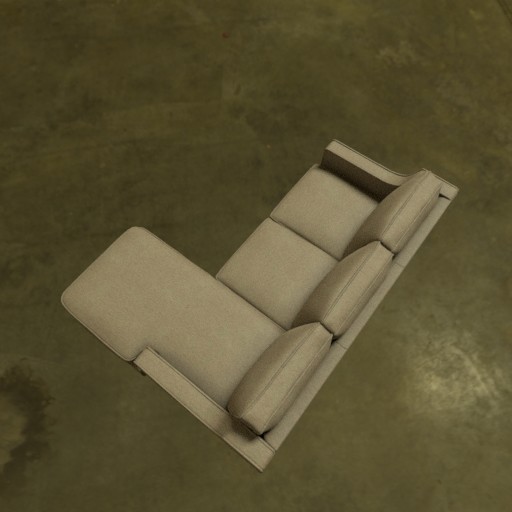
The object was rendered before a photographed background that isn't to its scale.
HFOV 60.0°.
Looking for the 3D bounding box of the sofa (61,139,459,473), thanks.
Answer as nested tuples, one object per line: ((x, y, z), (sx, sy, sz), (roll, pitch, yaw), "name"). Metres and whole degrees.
((0.000, 0.000, 3.285), (1.858, 1.081, 2.317), (35, 68, 16), "sofa")
